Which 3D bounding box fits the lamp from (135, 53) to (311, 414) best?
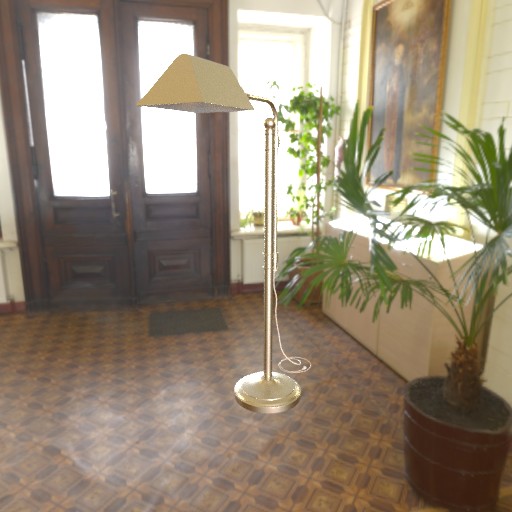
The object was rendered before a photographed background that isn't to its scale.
[{"bbox_3d":[0.000,0.000,0.929,0.159,0.708,0.546,7,15,28],"label":"lamp"}]
